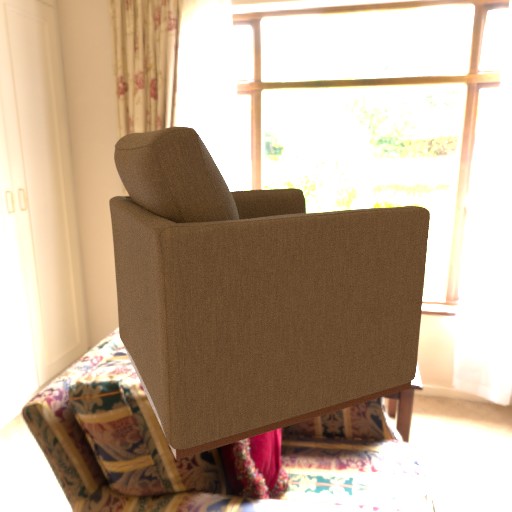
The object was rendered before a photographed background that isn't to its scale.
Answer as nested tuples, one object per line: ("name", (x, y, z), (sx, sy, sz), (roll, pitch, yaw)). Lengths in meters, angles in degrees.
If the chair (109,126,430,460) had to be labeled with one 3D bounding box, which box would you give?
("chair", (0.000, 0.000, 1.502), (0.834, 0.811, 0.763), (-6, 15, -25))
